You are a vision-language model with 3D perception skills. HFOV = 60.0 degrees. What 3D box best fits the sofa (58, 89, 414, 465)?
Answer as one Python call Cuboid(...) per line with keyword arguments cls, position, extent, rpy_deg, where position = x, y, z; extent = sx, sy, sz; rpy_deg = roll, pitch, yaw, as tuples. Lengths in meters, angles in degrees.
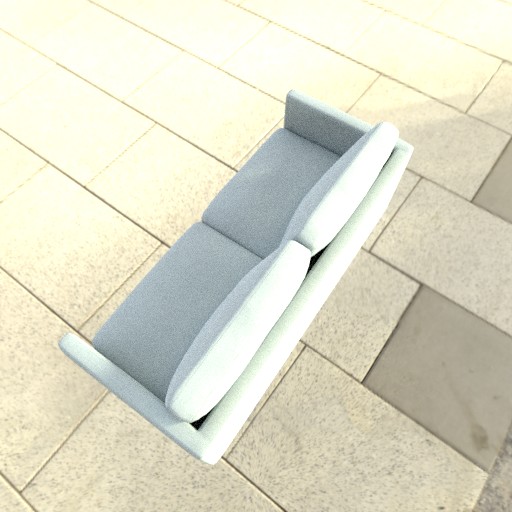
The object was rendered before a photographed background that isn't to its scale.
Cuboid(cls="sofa", position=(0.000, 0.000, 2.729), extent=(0.951, 0.965, 2.208), rpy_deg=(32, 67, 15))
